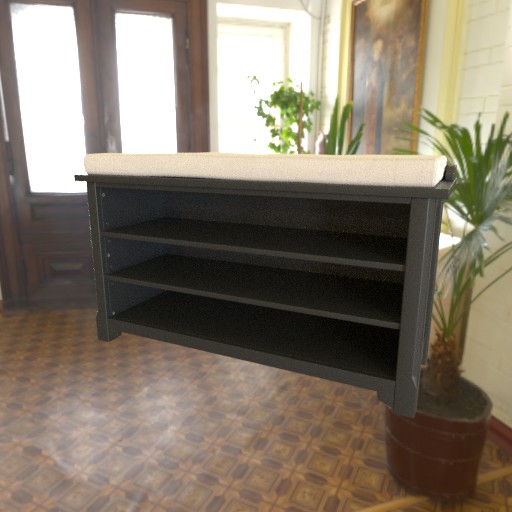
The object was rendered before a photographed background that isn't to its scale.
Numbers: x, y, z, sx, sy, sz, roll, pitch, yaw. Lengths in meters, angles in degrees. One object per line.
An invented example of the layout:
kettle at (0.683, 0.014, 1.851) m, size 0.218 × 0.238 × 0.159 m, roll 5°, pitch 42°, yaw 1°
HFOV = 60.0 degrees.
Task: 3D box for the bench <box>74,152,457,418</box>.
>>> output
bench at (0.000, 0.000, 1.240) m, size 0.973 × 0.561 × 0.345 m, roll 7°, pitch 16°, yaw 25°
